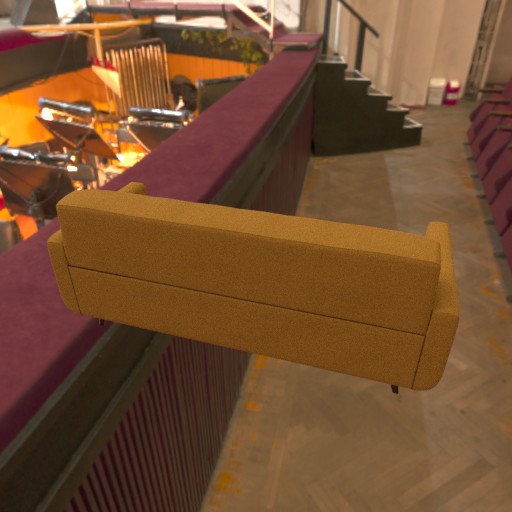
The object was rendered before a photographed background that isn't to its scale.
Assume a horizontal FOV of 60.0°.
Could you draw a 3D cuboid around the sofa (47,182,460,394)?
[{"bbox_3d":[0.000,0.000,2.499,2.029,0.841,0.909,9,33,15],"label":"sofa"}]
